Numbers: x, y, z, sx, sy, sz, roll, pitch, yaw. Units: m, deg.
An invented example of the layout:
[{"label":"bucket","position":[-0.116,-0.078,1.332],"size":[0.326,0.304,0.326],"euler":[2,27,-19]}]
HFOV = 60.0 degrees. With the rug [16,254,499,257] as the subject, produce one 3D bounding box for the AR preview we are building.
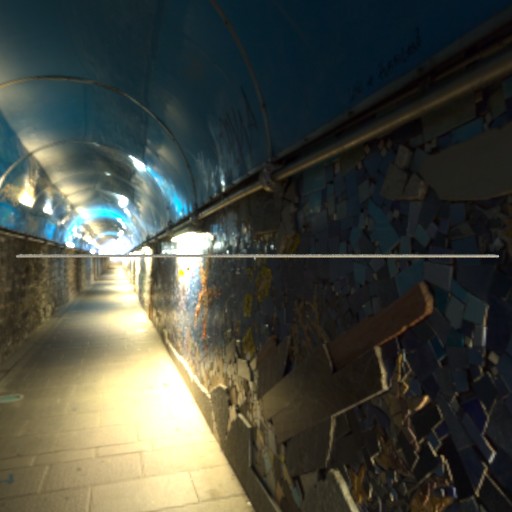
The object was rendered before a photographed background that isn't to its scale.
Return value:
[{"label":"rug","position":[0.000,0.000,2.806],"size":[2.206,0.014,1.578],"euler":[0,0,-2]}]
